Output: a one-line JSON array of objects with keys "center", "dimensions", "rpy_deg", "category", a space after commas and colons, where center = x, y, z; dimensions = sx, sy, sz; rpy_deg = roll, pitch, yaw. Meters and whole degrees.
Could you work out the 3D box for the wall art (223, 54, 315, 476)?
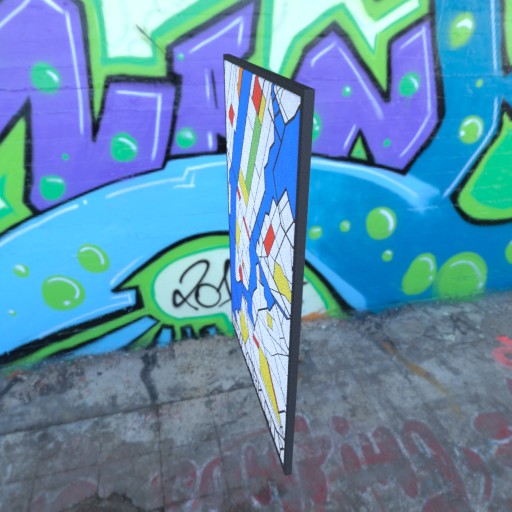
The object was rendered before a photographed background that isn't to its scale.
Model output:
[{"center": [0.000, 0.000, 0.836], "dimensions": [0.013, 0.660, 0.460], "rpy_deg": [-7, 30, -13], "category": "wall art"}]
